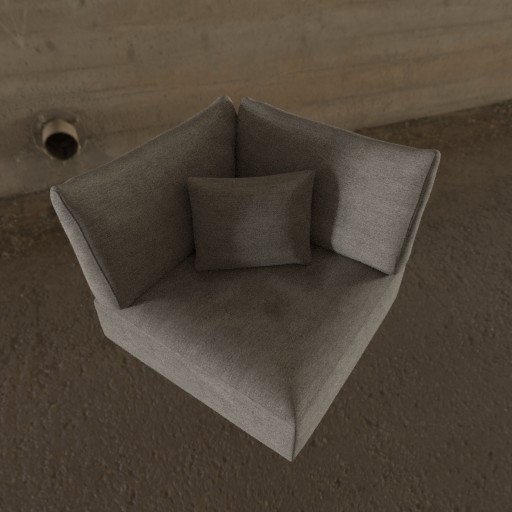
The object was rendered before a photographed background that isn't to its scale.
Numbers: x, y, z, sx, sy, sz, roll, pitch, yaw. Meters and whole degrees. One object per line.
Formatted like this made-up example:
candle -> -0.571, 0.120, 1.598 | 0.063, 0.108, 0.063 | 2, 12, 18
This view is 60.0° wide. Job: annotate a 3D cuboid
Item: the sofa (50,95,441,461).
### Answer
sofa -> 0.000, 0.000, 1.780 | 1.000, 0.820, 1.000 | 25, 48, 25
